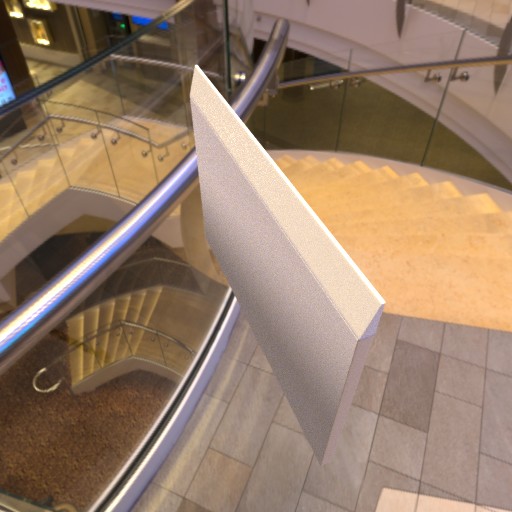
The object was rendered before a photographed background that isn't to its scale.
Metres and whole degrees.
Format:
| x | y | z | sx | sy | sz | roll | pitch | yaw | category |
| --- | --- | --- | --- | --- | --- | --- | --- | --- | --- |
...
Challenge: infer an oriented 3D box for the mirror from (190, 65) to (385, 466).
| x | y | z | sx | sy | sz | roll | pitch | yaw | category |
| --- | --- | --- | --- | --- | --- | --- | --- | --- | --- |
| 0.000 | 0.000 | 1.129 | 0.030 | 0.630 | 0.870 | -17 | 49 | -16 | mirror |
